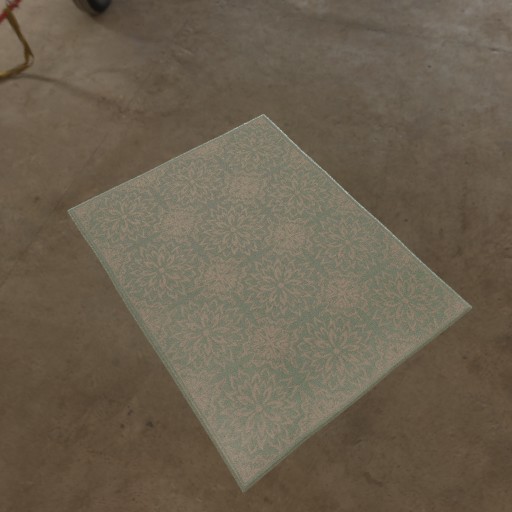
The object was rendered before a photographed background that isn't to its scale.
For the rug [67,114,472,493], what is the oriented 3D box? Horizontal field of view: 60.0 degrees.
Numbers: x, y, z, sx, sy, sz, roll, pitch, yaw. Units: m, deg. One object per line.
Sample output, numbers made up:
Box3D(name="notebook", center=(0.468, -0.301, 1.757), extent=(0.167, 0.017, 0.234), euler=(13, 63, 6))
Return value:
Box3D(name="rug", center=(0.000, 0.000, 4.016), extent=(2.363, 0.012, 2.980), euler=(-31, 63, -18))
